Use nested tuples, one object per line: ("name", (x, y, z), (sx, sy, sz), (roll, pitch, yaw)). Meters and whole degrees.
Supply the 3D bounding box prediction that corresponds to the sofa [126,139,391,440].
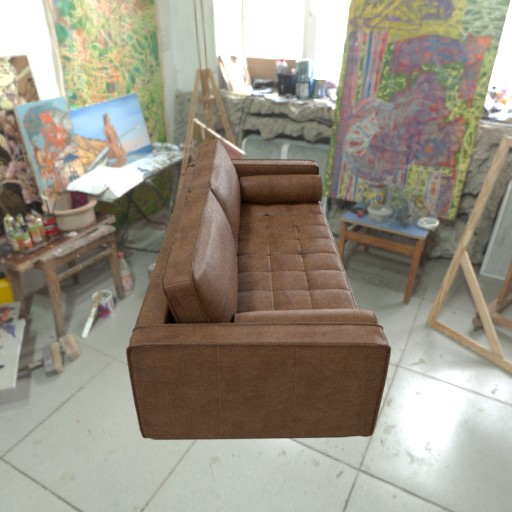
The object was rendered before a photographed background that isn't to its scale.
("sofa", (0.000, 0.000, 2.397), (0.924, 0.825, 1.920), (0, 31, -1))
